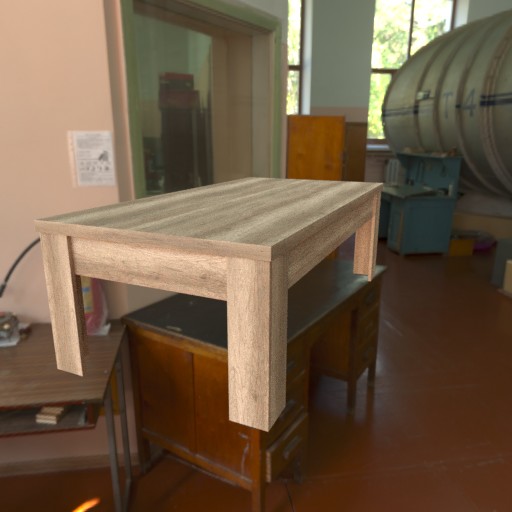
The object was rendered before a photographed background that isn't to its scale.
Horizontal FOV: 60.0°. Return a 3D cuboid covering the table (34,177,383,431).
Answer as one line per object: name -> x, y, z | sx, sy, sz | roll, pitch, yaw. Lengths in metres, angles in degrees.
table -> 0.000, 0.000, 1.710 | 0.700, 0.460, 1.350 | 7, 17, 24
